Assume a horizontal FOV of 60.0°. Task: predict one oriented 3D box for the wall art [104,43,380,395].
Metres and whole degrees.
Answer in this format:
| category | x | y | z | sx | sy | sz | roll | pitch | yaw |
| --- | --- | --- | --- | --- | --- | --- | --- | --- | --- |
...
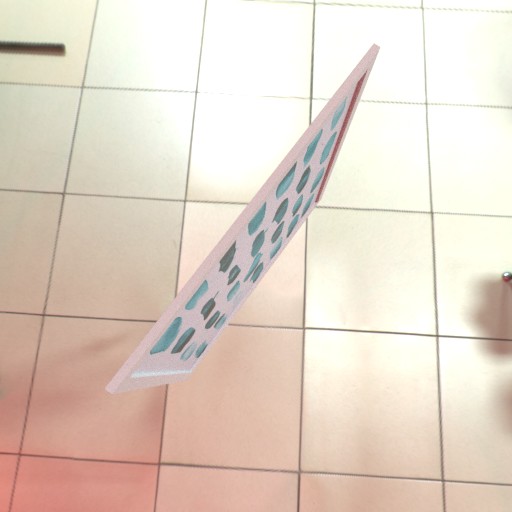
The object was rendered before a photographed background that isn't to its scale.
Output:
| category | x | y | z | sx | sy | sz | roll | pitch | yaw |
| --- | --- | --- | --- | --- | --- | --- | --- | --- | --- |
| wall art | 0.000 | 0.000 | 0.668 | 0.009 | 0.457 | 0.456 | 35 | 79 | 8 |
